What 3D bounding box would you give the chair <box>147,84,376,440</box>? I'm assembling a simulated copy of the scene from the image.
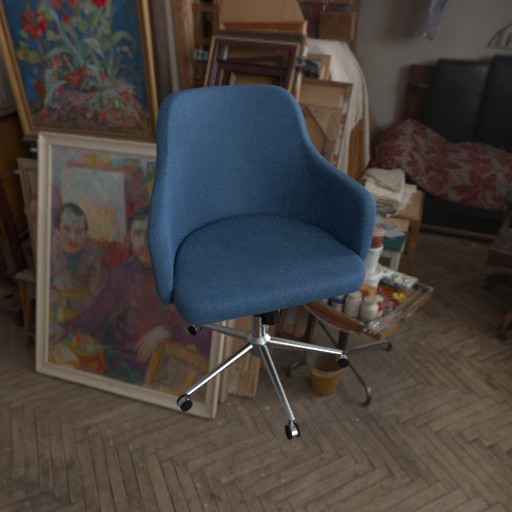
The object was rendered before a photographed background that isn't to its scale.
[{"bbox_3d":[0.000,0.000,1.271,0.599,0.820,0.655,-10,33,-16],"label":"chair"}]
